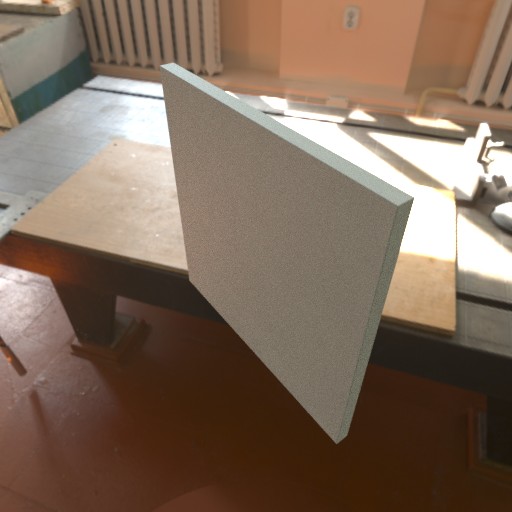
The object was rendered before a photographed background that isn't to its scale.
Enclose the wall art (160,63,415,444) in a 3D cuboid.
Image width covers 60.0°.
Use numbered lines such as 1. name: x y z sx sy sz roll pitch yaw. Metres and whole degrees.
1. wall art: 0.000 0.000 1.150 0.040 0.762 0.762 -26 48 -27
